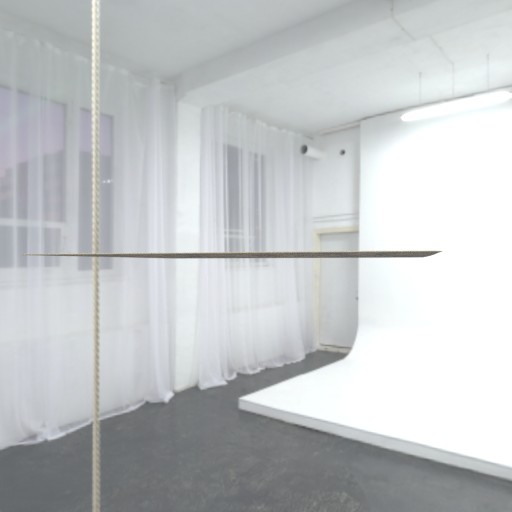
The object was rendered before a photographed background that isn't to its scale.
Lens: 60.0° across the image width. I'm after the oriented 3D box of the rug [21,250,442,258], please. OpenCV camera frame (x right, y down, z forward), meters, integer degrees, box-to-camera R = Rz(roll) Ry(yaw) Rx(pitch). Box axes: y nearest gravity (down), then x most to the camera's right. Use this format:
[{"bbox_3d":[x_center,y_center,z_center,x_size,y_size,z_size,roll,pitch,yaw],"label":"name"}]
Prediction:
[{"bbox_3d":[0.000,0.000,4.024,2.977,0.008,2.380,0,-1,18],"label":"rug"}]
